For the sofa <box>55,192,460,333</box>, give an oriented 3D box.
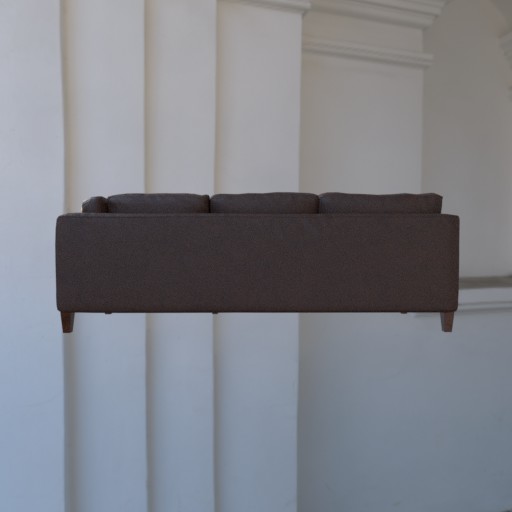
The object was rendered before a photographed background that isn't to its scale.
[{"bbox_3d":[0.000,0.000,4.488,2.593,0.923,3.460,0,1,-1],"label":"sofa"}]
